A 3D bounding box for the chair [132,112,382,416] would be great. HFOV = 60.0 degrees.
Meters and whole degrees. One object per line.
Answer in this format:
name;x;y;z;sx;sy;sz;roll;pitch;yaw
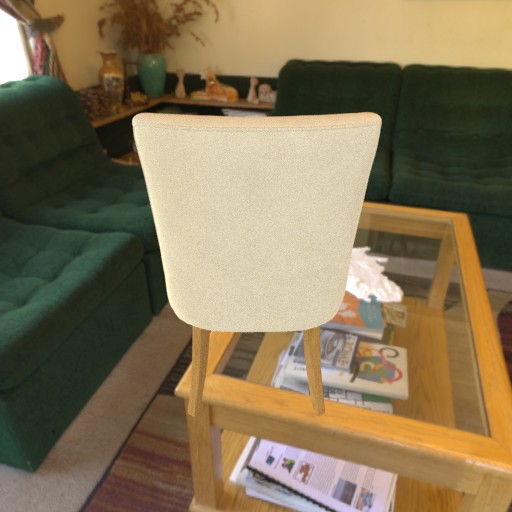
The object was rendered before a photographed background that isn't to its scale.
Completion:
chair;0.000;0.000;1.267;0.495;0.902;0.610;0;30;0
